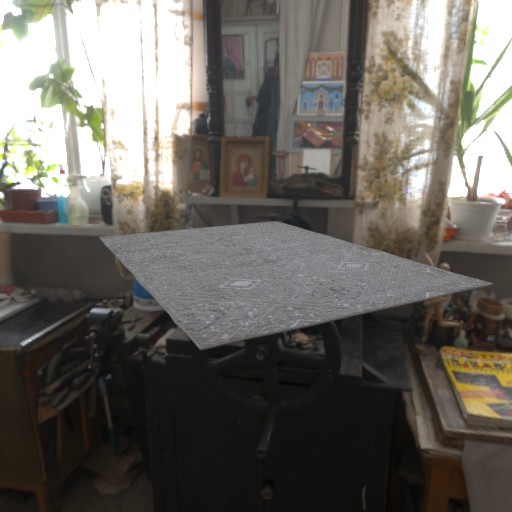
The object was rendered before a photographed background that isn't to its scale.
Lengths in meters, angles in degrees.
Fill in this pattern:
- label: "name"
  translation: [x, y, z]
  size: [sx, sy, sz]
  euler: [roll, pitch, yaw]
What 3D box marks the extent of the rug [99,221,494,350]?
- label: "rug"
  translation: [0.000, 0.000, 4.348]
  size: [2.448, 0.020, 3.359]
  euler: [-7, 16, -27]
